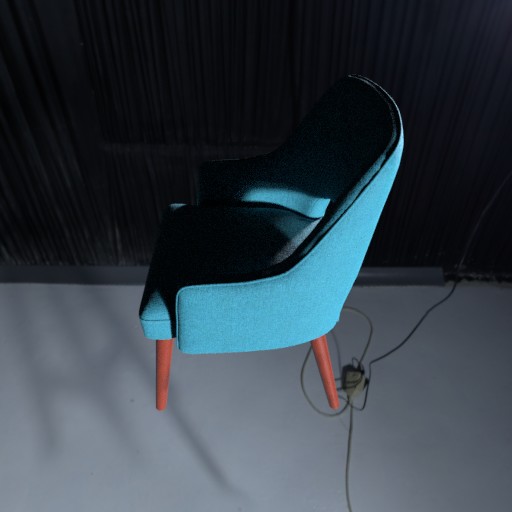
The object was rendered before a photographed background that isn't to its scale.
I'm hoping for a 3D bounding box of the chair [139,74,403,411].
[{"bbox_3d":[0.000,0.000,1.206,0.605,0.849,0.548,0,42,0],"label":"chair"}]
